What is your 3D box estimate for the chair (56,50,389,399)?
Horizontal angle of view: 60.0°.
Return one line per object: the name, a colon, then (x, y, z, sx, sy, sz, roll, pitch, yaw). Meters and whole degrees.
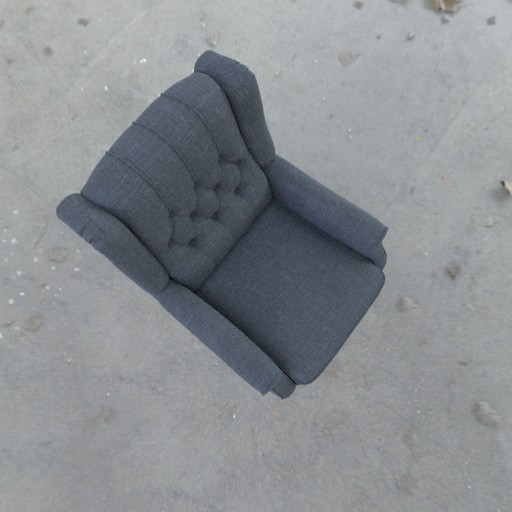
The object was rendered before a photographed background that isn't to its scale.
chair: (0.000, 0.000, 1.628, 0.898, 1.035, 0.742, 37, 78, 9)
